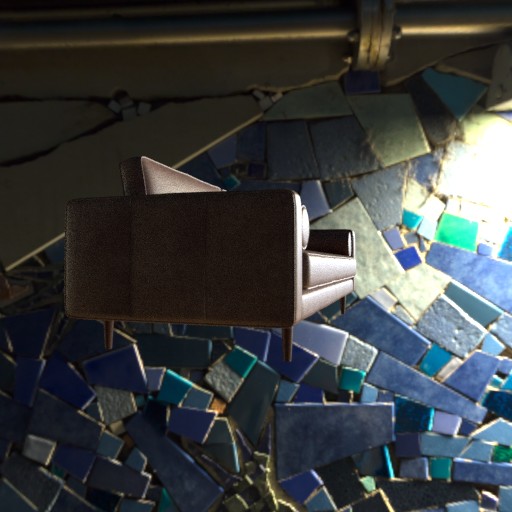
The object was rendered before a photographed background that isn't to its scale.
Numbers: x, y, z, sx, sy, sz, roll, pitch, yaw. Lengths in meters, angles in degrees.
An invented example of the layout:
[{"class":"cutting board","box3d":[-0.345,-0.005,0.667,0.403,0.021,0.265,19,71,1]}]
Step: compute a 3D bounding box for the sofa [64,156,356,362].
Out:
[{"class":"sofa","box3d":[0.000,0.000,2.384,0.910,0.760,1.870,0,-1,18]}]
